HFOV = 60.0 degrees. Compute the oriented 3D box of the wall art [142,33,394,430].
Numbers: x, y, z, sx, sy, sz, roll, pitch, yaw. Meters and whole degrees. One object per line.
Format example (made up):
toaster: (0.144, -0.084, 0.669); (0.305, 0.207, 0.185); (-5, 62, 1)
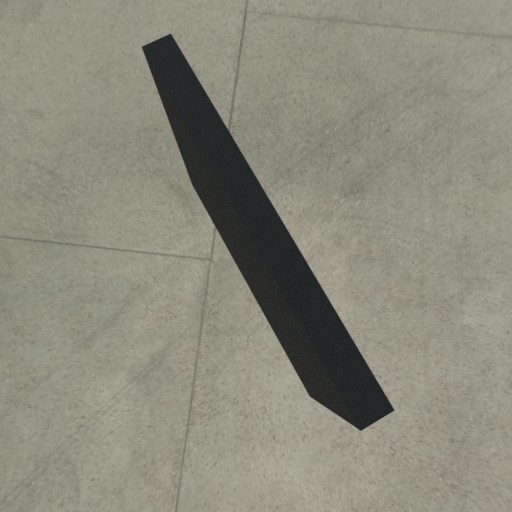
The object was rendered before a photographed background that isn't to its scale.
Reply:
wall art: (0.000, 0.000, 0.533); (0.031, 0.330, 0.381); (-28, 78, -6)
